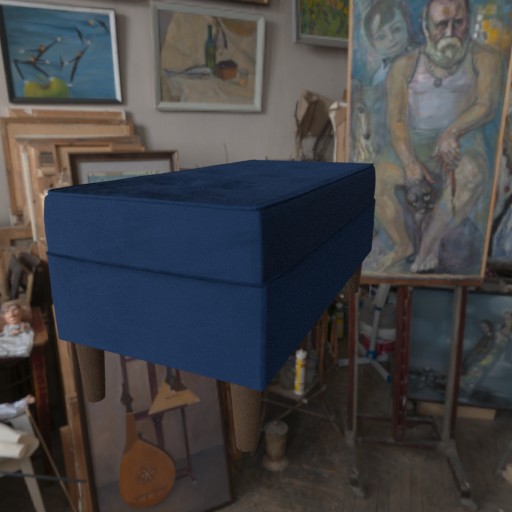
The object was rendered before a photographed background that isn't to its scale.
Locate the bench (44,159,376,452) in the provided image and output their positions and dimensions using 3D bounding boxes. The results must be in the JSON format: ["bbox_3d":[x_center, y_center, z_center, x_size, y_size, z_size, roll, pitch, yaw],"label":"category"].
[{"bbox_3d":[0.000,0.000,1.257,0.489,0.467,1.010,7,18,23],"label":"bench"}]
